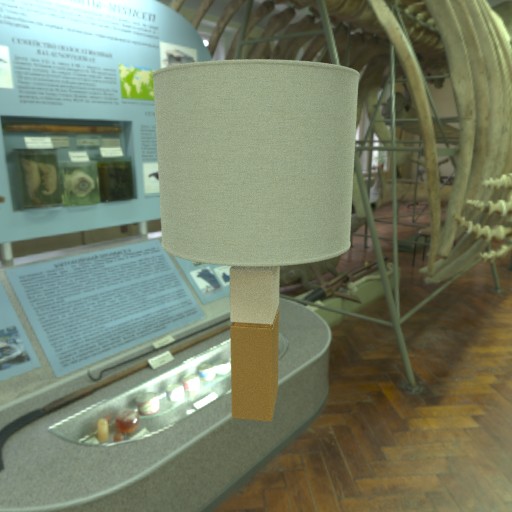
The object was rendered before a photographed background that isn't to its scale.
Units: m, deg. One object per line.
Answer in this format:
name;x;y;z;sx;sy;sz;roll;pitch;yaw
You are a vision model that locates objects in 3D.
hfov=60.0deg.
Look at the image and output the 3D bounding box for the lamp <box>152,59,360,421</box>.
lamp;0.000;0.000;0.553;0.229;0.417;0.229;2;15;9
